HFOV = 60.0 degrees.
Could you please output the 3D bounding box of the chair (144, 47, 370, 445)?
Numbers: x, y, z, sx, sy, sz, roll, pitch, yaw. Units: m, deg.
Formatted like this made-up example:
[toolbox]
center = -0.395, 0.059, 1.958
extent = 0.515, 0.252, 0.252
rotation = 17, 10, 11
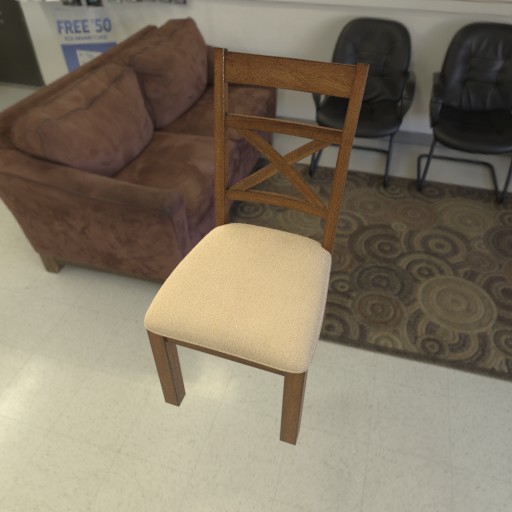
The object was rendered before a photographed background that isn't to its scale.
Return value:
[chair]
center = 0.000, 0.000, 1.268
extent = 0.461, 0.949, 0.581
rotation = 13, 43, 14
